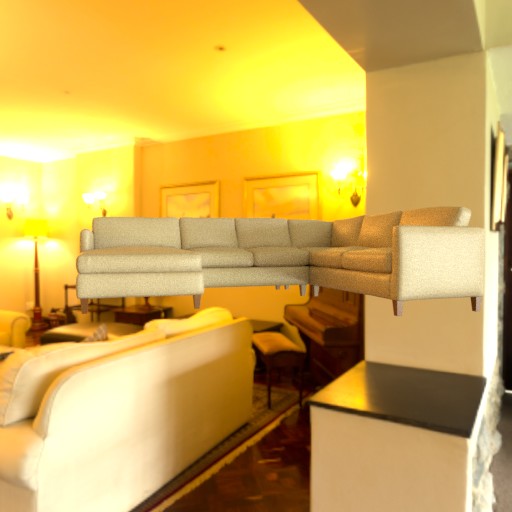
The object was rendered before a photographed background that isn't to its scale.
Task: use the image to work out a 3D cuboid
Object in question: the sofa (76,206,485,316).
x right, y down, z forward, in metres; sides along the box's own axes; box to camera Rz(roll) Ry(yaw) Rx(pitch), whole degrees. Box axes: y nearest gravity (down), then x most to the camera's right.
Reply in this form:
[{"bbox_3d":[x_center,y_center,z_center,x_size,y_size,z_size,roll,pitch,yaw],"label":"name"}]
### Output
[{"bbox_3d":[0.000,0.000,4.574,3.460,0.961,2.594,0,1,-18],"label":"sofa"}]
